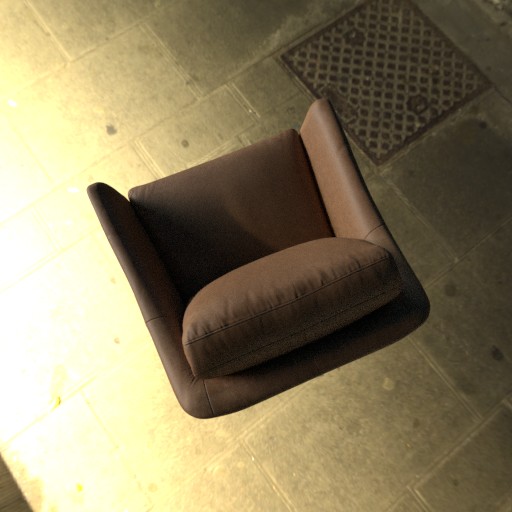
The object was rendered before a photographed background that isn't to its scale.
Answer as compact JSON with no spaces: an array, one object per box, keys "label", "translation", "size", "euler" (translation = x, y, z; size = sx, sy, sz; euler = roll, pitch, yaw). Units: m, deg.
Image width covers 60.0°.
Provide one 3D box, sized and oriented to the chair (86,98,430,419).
[{"label":"chair","translation":[0.000,0.000,1.703],"size":[0.988,0.895,0.963],"euler":[-22,76,-6]}]
